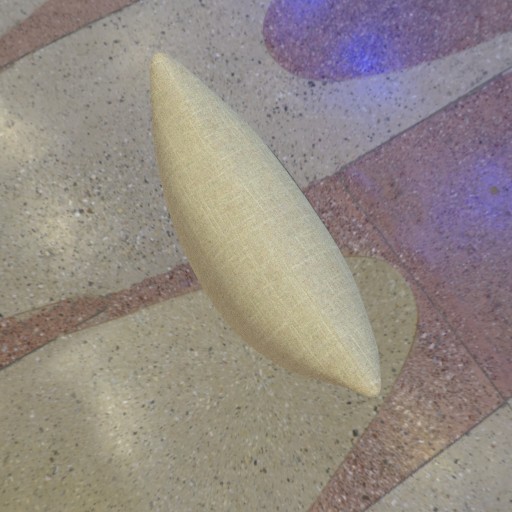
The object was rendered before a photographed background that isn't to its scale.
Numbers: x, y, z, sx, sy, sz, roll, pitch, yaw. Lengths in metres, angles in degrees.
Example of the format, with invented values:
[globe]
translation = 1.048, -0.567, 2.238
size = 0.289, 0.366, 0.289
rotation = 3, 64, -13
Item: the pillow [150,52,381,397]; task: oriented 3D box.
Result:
[pillow]
translation = 0.000, 0.000, 0.626
size = 0.173, 0.399, 0.414
rotation = -31, 78, -7
